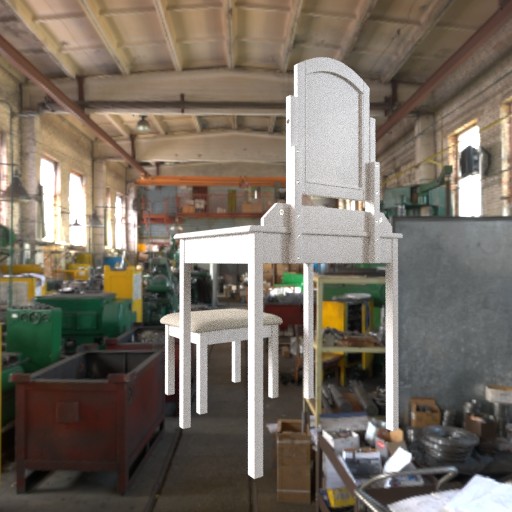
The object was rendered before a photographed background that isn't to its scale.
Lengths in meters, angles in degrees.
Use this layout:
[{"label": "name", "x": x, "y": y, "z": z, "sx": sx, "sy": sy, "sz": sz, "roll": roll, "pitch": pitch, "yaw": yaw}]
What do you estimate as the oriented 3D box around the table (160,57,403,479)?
[{"label": "table", "x": 0.000, "y": 0.000, "z": 2.318, "sx": 0.876, "sy": 1.631, "sz": 1.211, "roll": 0, "pitch": -1, "yaw": -35}]
